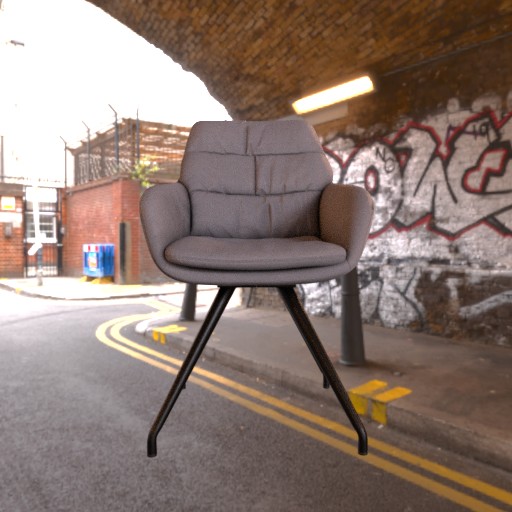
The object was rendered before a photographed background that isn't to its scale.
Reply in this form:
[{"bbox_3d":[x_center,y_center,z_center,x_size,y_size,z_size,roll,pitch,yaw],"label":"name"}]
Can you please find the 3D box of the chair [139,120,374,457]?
[{"bbox_3d":[0.000,0.000,1.249,0.579,0.888,0.569,0,1,-1],"label":"chair"}]
